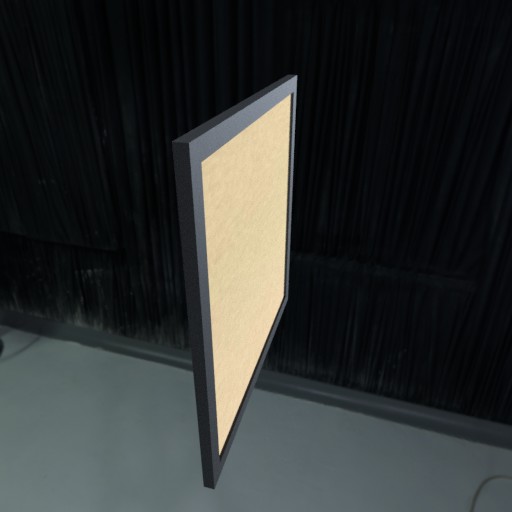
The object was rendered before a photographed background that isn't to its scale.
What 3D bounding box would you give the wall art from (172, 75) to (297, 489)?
[{"bbox_3d":[0.000,0.000,0.521,0.012,0.357,0.358,8,30,14],"label":"wall art"}]
